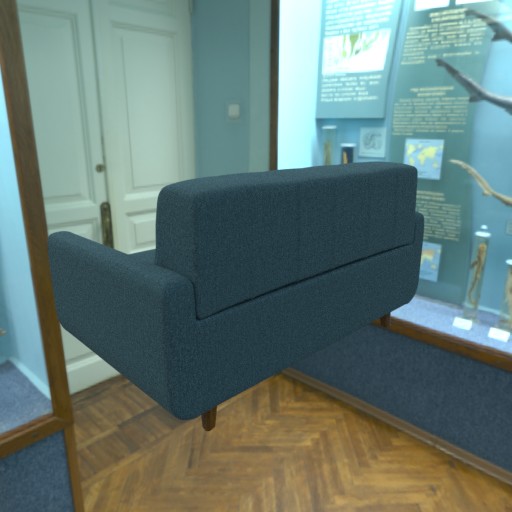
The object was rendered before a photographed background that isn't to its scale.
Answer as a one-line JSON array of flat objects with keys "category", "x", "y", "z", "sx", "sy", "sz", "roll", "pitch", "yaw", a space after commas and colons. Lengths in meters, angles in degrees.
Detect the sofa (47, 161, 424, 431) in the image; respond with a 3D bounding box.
[{"category": "sofa", "x": 0.000, "y": 0.000, "z": 2.191, "sx": 1.651, "sy": 0.896, "sz": 0.942, "roll": -15, "pitch": 22, "yaw": -42}]
